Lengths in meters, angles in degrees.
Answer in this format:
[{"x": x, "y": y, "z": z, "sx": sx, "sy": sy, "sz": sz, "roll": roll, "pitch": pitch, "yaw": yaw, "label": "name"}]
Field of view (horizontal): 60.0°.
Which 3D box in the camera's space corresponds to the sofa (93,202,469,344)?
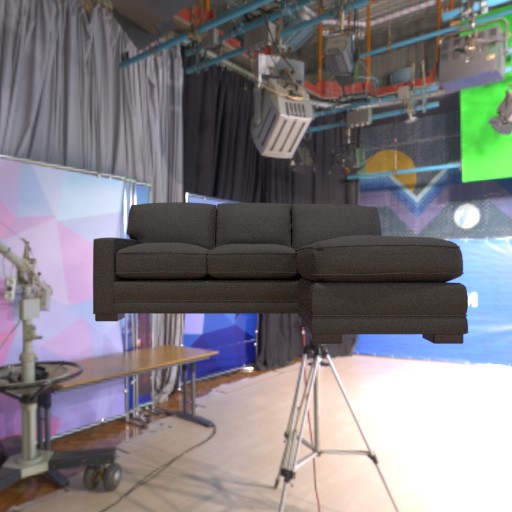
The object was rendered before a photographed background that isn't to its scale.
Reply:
[{"x": 0.000, "y": 0.000, "z": 3.298, "sx": 2.370, "sy": 0.973, "sz": 1.790, "roll": 0, "pitch": 0, "yaw": 0, "label": "sofa"}]
